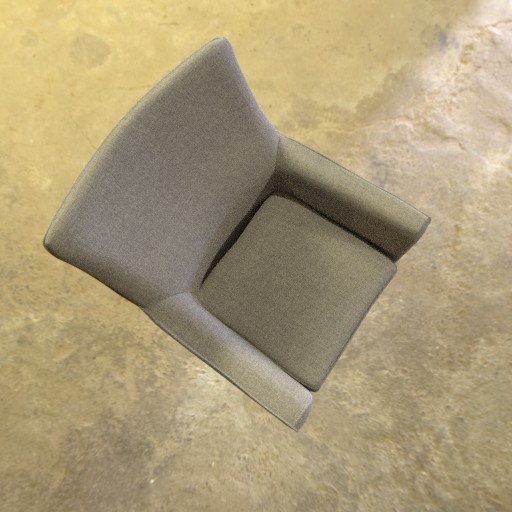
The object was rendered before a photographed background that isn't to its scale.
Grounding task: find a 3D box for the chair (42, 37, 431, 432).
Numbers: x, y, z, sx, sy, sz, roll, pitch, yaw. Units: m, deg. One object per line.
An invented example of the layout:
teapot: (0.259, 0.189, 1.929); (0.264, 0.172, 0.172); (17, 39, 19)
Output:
chair: (0.000, 0.000, 1.741); (0.993, 1.047, 0.887); (34, 78, 8)
